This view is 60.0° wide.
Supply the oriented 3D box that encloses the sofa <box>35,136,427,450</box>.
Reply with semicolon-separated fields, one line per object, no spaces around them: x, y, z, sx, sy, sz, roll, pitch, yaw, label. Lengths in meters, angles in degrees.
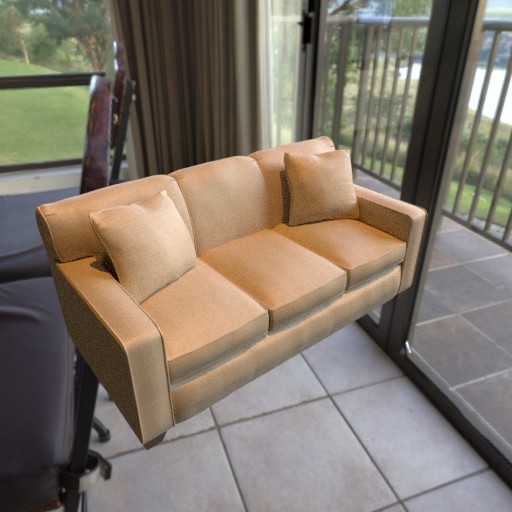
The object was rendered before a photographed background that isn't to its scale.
0.000;0.000;2.587;2.024;0.958;0.997;-22;36;-33;sofa
